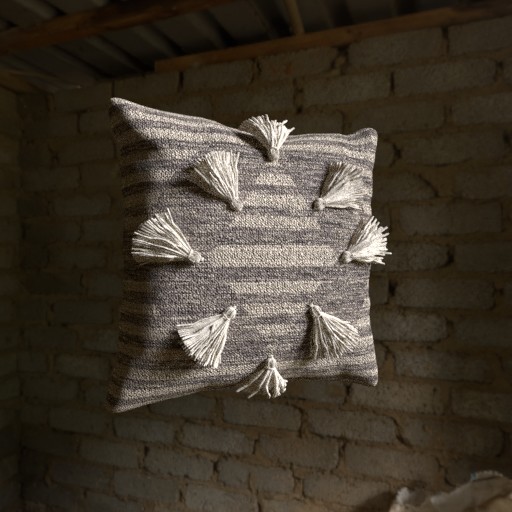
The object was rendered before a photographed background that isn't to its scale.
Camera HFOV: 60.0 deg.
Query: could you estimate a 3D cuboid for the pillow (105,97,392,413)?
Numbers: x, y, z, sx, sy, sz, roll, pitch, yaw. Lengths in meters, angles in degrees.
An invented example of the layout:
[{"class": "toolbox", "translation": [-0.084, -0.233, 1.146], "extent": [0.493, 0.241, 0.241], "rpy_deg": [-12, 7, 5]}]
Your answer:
[{"class": "pillow", "translation": [0.000, 0.000, 0.753], "extent": [0.484, 0.490, 0.234], "rpy_deg": [0, 0, -19]}]
